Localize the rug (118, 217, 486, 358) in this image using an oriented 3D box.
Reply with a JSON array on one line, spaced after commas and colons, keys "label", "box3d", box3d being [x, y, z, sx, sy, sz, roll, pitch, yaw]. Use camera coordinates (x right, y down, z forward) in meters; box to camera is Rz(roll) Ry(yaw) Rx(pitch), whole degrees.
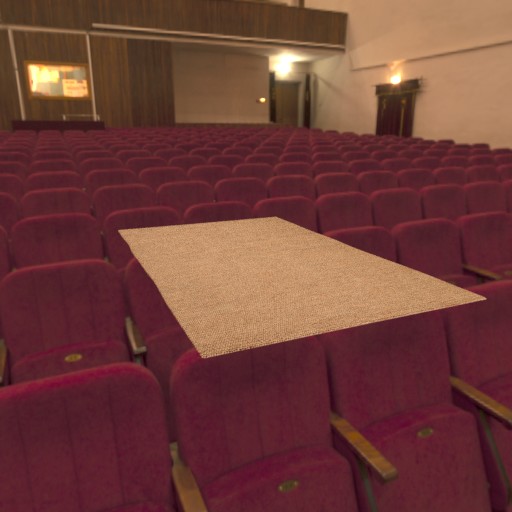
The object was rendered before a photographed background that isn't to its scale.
[{"label": "rug", "box3d": [0.000, 0.000, 3.059, 1.533, 0.011, 2.439, -7, 17, -23]}]
